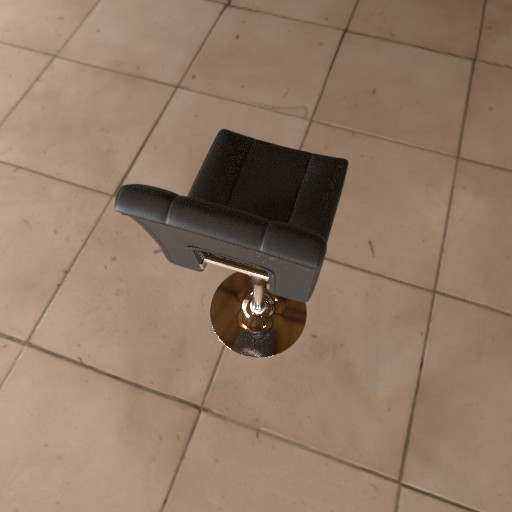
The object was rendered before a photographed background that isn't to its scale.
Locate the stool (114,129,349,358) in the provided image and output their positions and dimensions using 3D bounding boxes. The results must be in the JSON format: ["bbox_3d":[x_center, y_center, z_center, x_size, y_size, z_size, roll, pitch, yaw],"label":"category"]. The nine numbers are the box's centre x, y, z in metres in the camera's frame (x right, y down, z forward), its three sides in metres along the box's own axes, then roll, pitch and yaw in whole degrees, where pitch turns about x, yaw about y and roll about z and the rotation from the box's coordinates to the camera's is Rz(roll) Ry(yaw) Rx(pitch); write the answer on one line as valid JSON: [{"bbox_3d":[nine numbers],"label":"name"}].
[{"bbox_3d":[0.000,0.000,1.375,0.415,1.151,0.520,16,64,8],"label":"stool"}]
